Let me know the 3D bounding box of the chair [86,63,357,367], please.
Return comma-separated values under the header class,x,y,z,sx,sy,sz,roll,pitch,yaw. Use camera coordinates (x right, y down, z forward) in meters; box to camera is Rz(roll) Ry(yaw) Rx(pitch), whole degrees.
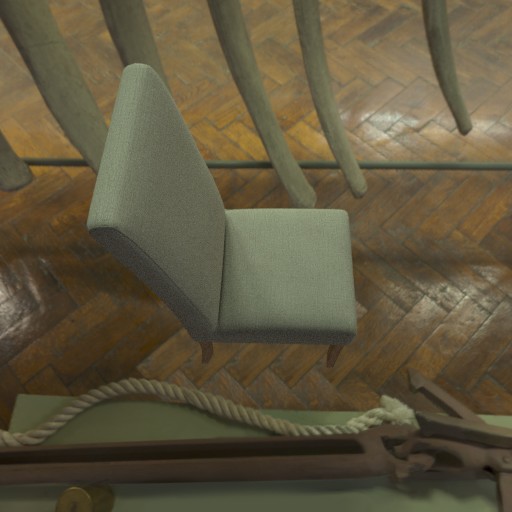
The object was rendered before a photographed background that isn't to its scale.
class,x,y,z,sx,sy,sz,roll,pitch,yaw
chair,0.000,0.000,1.334,0.611,1.033,0.450,2,63,1
